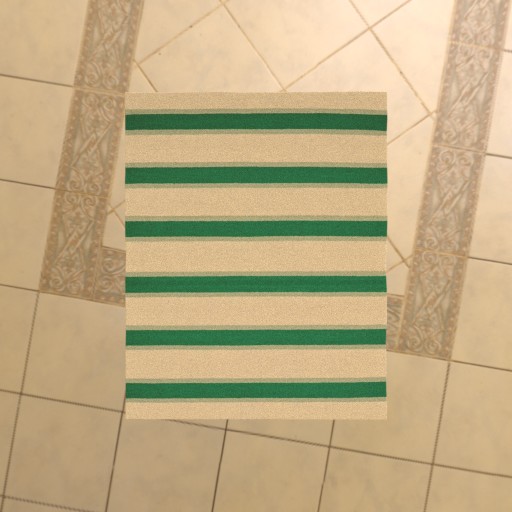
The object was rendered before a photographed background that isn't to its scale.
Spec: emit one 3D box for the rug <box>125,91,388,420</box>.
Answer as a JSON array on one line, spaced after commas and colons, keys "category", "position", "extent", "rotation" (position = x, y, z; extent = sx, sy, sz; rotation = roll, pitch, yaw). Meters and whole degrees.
[{"category": "rug", "position": [0.000, 0.000, 4.108], "extent": [2.434, 0.019, 3.041], "rotation": [0, 90, 0]}]
